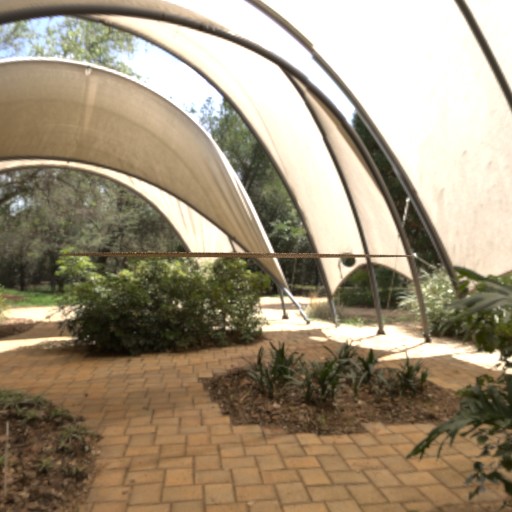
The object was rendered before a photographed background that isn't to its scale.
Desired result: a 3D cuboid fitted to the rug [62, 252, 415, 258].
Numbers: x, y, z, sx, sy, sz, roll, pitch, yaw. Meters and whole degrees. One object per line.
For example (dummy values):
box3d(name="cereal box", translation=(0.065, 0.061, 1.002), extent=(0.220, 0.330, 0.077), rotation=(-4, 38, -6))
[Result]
box3d(name="rug", translation=(0.000, 0.000, 2.999), extent=(2.432, 0.006, 1.520), rotation=(1, -1, -36))
